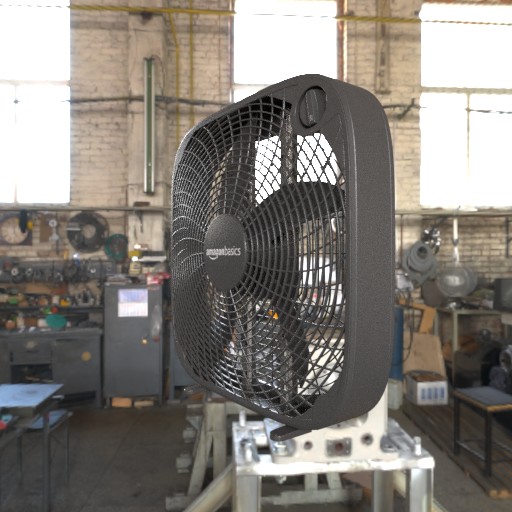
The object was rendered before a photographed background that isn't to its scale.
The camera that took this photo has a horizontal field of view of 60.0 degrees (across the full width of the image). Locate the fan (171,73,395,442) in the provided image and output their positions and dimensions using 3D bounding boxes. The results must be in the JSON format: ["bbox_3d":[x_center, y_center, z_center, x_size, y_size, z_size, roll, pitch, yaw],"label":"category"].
[{"bbox_3d":[0.000,0.000,0.785,0.142,0.533,0.526,0,0,-36],"label":"fan"}]
